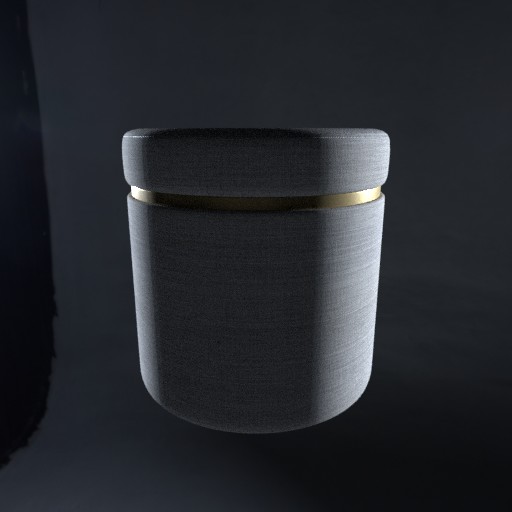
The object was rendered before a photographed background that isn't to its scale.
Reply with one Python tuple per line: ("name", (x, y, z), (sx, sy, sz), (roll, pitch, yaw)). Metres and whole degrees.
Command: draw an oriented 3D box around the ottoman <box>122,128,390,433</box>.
("ottoman", (0.000, 0.000, 0.736), (0.400, 0.406, 0.400), (0, 16, 0))
